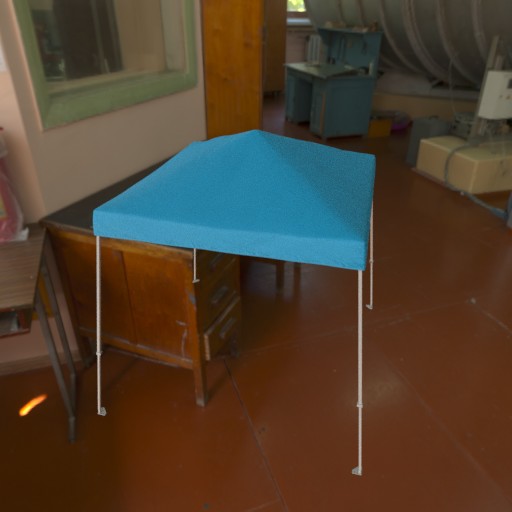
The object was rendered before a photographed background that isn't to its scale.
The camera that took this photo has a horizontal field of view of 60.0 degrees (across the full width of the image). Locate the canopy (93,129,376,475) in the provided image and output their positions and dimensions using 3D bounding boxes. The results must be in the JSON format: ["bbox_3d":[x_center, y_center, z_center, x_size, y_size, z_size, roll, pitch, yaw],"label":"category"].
[{"bbox_3d":[0.000,0.000,5.055,2.848,2.849,2.849,7,30,13],"label":"canopy"}]
